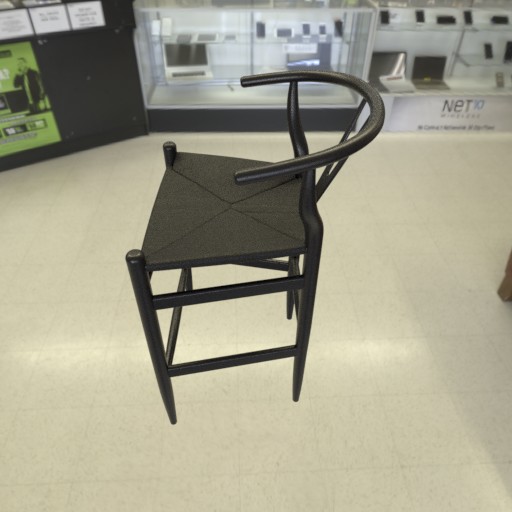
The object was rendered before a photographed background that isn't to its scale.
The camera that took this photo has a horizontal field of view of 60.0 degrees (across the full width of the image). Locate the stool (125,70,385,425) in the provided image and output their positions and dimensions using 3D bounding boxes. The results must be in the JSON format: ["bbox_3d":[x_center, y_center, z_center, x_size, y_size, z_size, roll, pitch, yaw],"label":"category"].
[{"bbox_3d":[0.000,0.000,1.326,0.579,0.970,0.569,0,41,0],"label":"stool"}]
